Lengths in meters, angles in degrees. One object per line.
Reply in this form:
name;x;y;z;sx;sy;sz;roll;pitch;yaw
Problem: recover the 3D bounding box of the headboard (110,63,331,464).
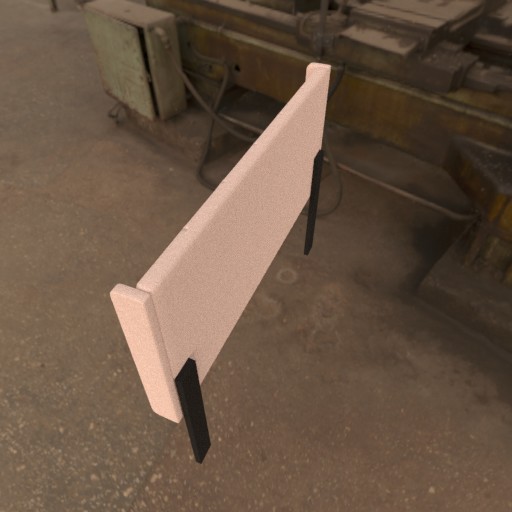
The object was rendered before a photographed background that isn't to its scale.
headboard;0.000;0.000;2.659;0.184;1.524;2.051;18;48;17
